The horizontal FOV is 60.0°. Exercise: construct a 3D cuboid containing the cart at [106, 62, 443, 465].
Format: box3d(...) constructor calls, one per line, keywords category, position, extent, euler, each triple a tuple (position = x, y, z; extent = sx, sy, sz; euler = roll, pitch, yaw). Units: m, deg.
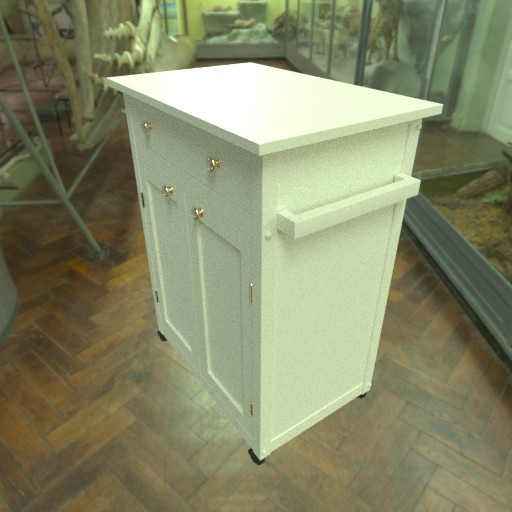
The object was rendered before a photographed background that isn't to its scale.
box3d(category="cart", position=(0.000, 0.000, 1.209), extent=(0.442, 0.864, 0.683), euler=(-20, 37, -29))
